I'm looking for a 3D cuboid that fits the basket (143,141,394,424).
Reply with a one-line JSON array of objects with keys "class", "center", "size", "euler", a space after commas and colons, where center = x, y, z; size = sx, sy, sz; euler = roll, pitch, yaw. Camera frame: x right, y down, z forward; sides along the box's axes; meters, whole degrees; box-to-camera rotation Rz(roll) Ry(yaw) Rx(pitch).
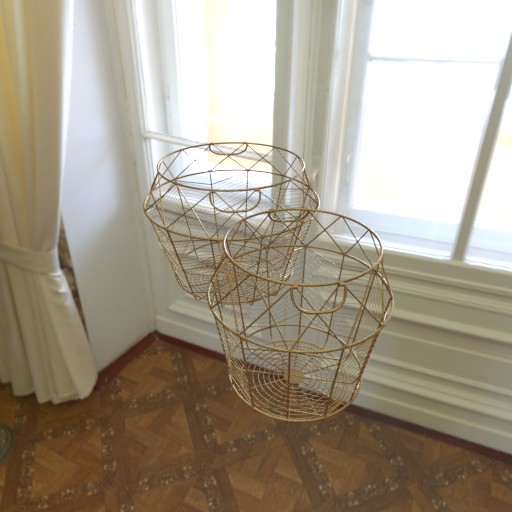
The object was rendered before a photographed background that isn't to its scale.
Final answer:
[{"class": "basket", "center": [0.000, 0.000, 1.043], "size": [0.451, 0.343, 0.805], "euler": [-11, 32, -17]}]
